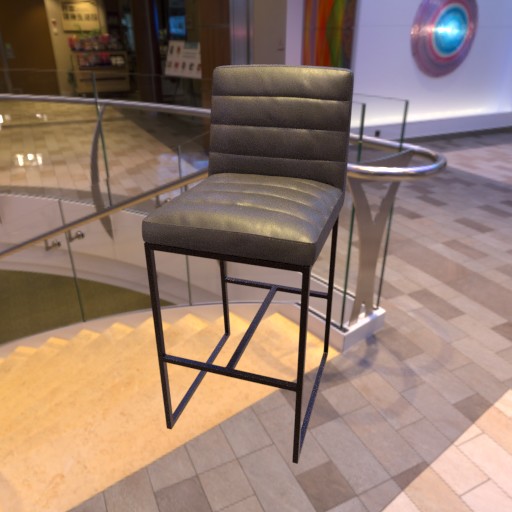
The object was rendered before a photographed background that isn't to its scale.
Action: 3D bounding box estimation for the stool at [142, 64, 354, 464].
[{"bbox_3d":[0.000,0.000,1.375,0.463,1.065,0.562,8,28,16],"label":"stool"}]
